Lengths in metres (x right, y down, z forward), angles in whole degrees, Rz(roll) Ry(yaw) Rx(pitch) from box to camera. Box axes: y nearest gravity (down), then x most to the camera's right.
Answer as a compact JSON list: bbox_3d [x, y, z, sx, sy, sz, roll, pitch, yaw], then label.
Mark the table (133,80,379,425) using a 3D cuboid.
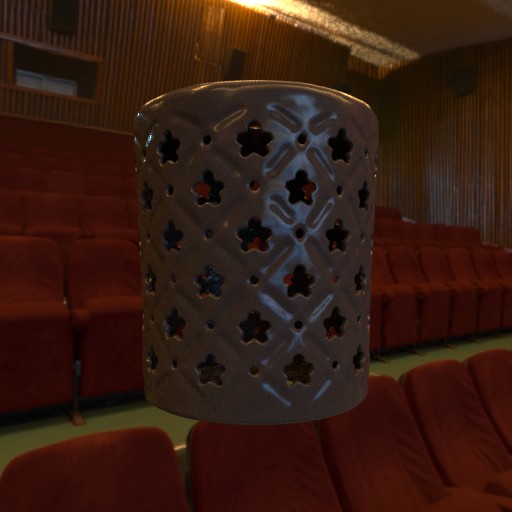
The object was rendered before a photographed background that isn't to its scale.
[{"bbox_3d":[0.000,0.000,0.651,0.352,0.387,0.352,0,-1,0],"label":"table"}]
